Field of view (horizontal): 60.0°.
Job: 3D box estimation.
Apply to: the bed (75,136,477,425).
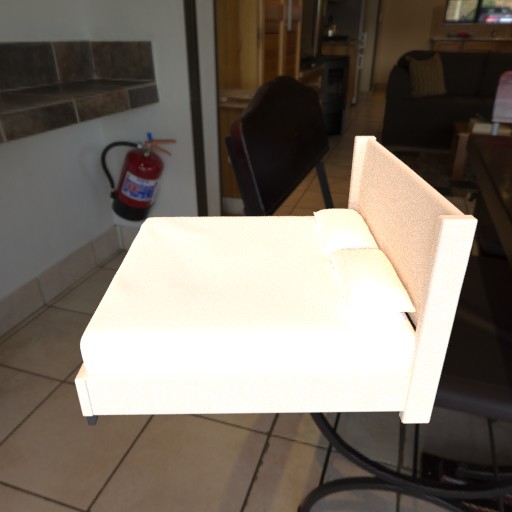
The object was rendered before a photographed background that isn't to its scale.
[{"bbox_3d":[0.000,0.000,3.576,2.293,1.471,2.145,0,27,-1],"label":"bed"}]
